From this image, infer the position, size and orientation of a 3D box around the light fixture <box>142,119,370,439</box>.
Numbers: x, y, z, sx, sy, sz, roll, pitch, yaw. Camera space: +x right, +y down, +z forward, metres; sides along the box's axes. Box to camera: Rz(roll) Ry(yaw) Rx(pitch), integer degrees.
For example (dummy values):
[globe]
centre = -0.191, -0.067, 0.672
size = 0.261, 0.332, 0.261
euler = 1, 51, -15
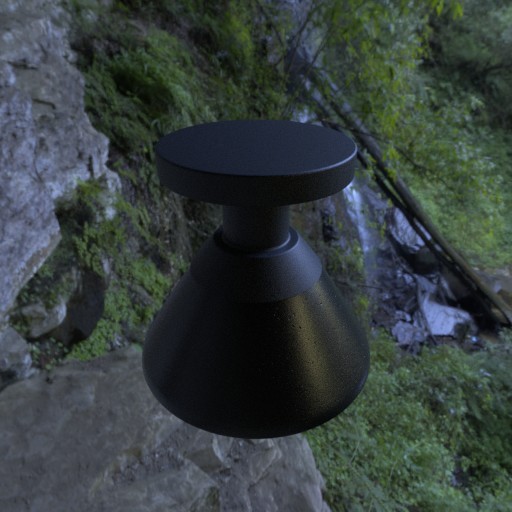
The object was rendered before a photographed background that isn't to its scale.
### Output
[light fixture]
centre = 0.000, 0.000, 0.354
size = 0.200, 0.183, 0.200
euler = 0, 30, 0
